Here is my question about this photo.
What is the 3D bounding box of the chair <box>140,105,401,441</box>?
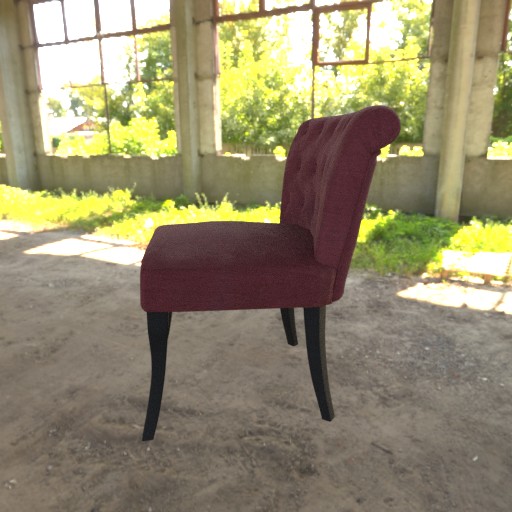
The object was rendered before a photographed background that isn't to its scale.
[{"bbox_3d":[0.000,0.000,1.212,0.605,0.750,0.582,-2,14,-8],"label":"chair"}]
